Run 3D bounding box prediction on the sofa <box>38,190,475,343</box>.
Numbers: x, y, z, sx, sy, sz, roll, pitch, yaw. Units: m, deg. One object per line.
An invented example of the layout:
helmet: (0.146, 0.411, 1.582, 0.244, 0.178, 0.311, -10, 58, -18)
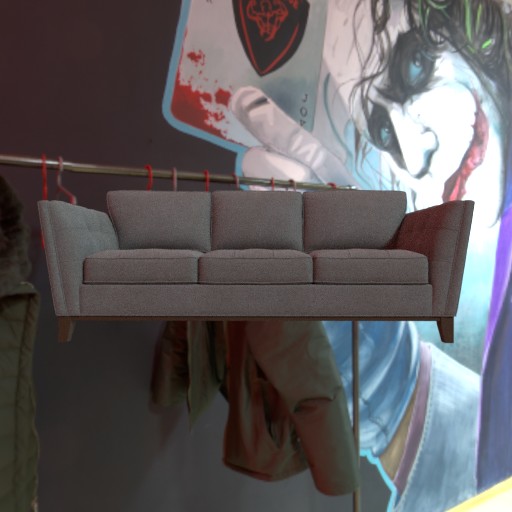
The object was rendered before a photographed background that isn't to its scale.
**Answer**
sofa: (0.000, 0.000, 2.889, 2.387, 0.940, 0.965, 0, 1, 1)
